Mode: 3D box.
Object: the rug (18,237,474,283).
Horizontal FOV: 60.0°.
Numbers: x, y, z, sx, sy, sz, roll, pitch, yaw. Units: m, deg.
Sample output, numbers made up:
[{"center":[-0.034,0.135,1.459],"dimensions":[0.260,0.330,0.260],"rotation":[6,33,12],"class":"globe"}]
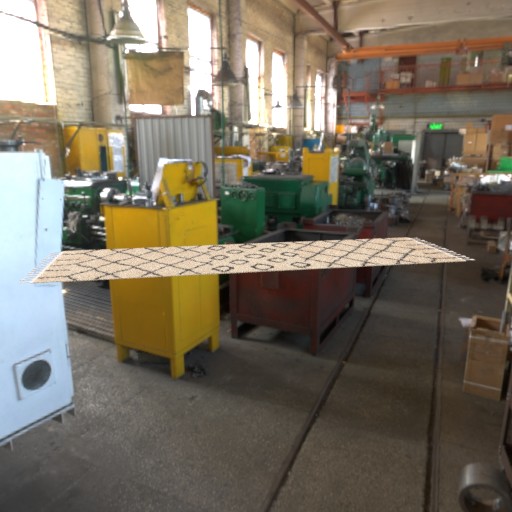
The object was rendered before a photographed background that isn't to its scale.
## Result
[{"center":[0.000,0.000,2.656],"dimensions":[2.464,0.005,0.660],"rotation":[-3,14,-10],"class":"rug"}]
